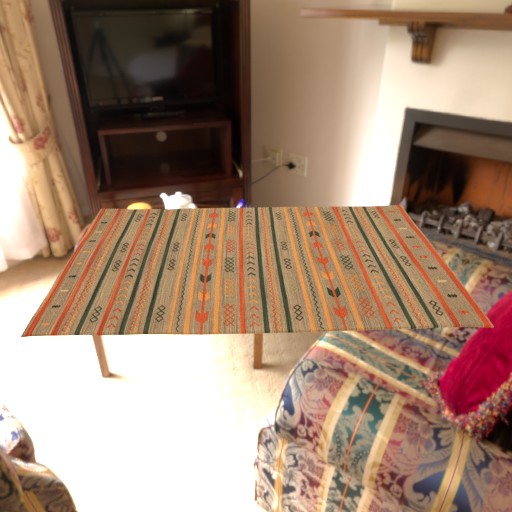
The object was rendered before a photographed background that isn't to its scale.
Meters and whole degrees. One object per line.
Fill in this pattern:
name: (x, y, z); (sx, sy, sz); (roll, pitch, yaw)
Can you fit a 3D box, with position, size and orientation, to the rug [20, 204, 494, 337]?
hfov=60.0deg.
rug: (0.000, 0.000, 2.931); (2.439, 0.029, 1.537); (-1, 31, -2)
